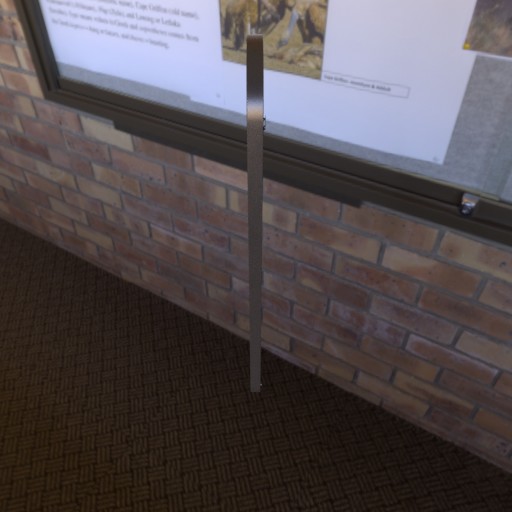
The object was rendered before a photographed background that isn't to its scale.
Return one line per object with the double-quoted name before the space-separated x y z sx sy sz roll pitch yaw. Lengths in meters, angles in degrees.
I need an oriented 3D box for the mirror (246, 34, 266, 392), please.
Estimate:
"mirror" 0.000 0.000 1.080 0.032 0.991 0.222 0 41 0
